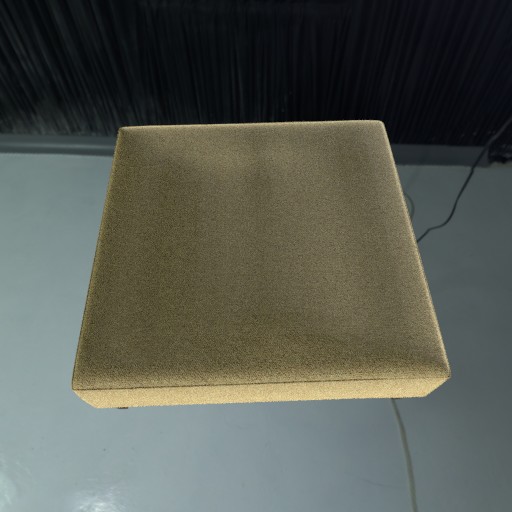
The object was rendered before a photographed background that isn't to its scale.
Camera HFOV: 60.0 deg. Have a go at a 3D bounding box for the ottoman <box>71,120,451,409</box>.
[{"bbox_3d":[0.000,0.000,1.501,0.981,0.378,0.970,-2,58,-1],"label":"ottoman"}]
